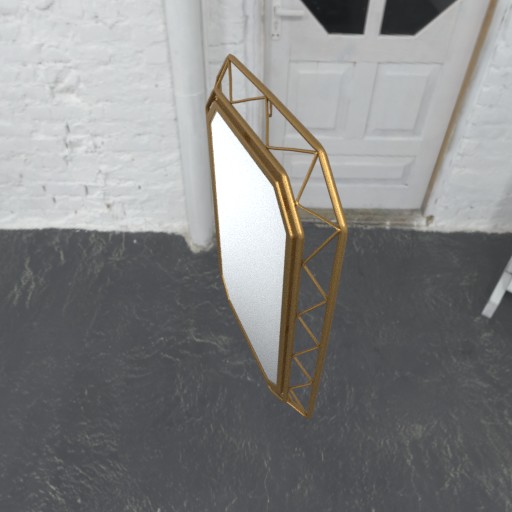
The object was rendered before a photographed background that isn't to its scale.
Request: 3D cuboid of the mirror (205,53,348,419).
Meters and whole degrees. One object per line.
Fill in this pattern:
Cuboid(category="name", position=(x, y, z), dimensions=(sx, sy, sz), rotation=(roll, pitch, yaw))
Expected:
Cuboid(category="mirror", position=(0.000, 0.000, 0.743), dimensions=(0.042, 0.566, 0.417), rotation=(-16, 47, -16))
